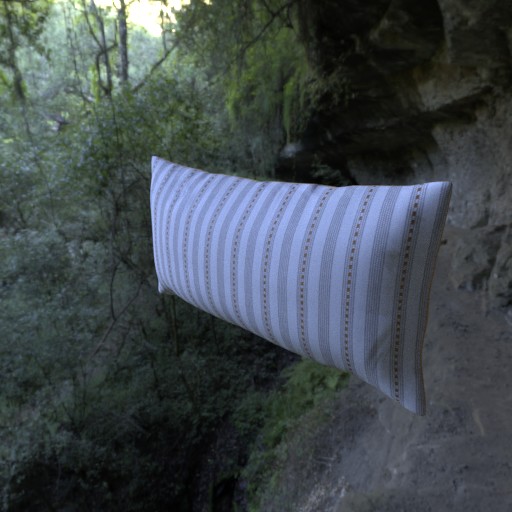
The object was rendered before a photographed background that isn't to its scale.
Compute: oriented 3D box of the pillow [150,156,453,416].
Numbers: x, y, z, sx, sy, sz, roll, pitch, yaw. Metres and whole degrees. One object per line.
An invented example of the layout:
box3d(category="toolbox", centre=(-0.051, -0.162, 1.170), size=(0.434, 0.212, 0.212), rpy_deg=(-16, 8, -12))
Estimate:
box3d(category="pillow", centre=(0.000, 0.000, 0.723), size=(0.151, 0.291, 0.608), rpy_deg=(-15, 22, -42))
